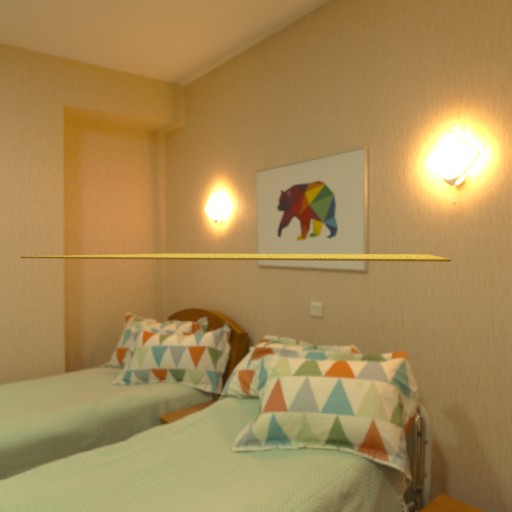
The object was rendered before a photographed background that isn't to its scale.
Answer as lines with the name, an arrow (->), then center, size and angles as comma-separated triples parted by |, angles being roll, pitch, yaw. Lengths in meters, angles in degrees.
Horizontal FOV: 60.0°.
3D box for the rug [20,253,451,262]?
rug -> 0.000, 0.000, 4.300 | 3.242, 0.015, 2.486 | 0, 1, 18
